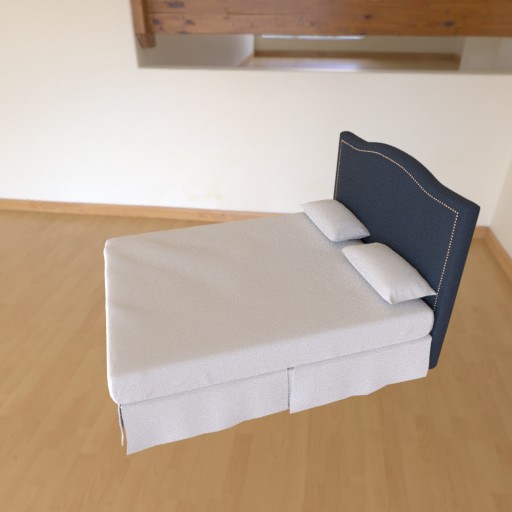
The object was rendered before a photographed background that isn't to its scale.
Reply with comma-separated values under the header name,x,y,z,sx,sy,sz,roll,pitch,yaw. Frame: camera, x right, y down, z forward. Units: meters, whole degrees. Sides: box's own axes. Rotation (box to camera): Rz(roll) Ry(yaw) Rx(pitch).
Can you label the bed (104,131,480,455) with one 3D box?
name,x,y,z,sx,sy,sz,roll,pitch,yaw
bed,0.000,0.000,3.353,2.282,1.436,1.821,-9,32,-14
